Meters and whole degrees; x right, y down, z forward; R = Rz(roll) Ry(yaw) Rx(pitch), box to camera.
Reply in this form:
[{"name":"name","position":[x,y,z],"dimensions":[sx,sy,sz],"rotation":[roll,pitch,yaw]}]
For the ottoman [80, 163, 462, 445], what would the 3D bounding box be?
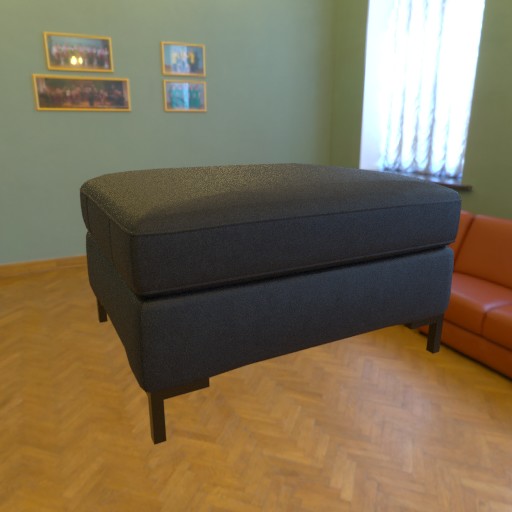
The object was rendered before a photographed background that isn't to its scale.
[{"name":"ottoman","position":[0.000,0.000,1.784],"dimensions":[1.187,0.696,0.967],"rotation":[-8,18,-27]}]
